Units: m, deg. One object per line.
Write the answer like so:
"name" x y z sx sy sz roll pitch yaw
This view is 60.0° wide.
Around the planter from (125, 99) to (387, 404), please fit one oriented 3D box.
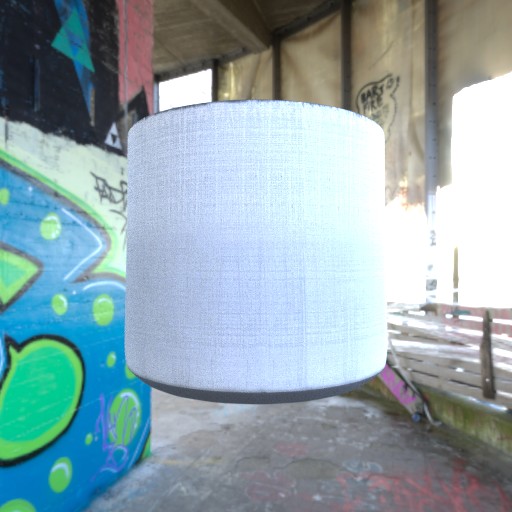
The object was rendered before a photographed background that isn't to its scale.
"planter" 0.000 0.000 0.389 0.221 0.201 0.221 0 0 0
